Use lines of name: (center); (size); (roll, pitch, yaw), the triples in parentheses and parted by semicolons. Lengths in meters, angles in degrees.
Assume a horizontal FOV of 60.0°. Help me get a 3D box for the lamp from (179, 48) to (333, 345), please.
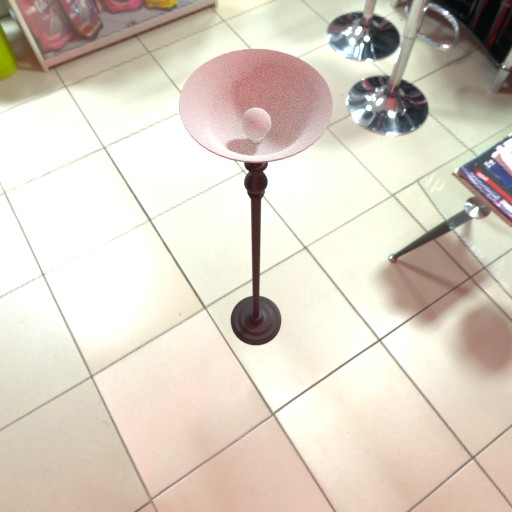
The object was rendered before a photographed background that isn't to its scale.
lamp: (0.000, 0.000, 1.966); (0.405, 1.797, 0.405); (0, 63, 0)
